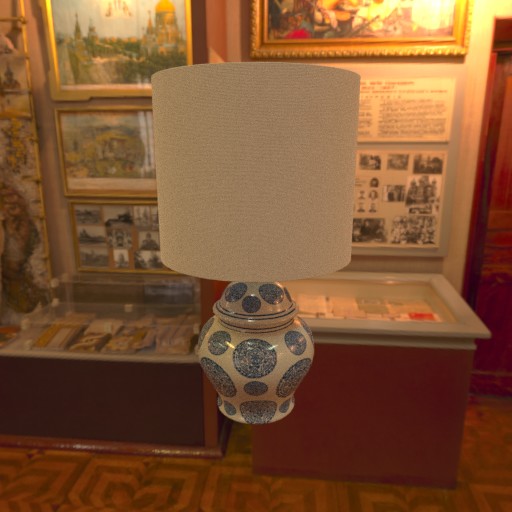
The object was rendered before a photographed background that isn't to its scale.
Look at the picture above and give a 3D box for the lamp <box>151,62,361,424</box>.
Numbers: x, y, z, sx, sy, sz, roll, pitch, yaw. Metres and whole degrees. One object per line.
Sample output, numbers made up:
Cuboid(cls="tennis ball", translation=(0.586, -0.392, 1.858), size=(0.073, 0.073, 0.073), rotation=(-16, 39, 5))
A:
Cuboid(cls="lamp", translation=(0.000, 0.000, 0.512), size=(0.215, 0.381, 0.215), rotation=(2, 14, 7))
